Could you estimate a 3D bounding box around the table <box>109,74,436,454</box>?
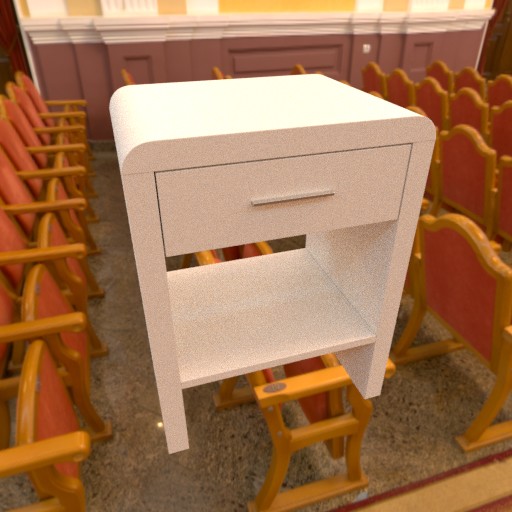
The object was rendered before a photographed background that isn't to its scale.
[{"bbox_3d":[0.000,0.000,0.864,0.450,0.590,0.350,-10,33,-15],"label":"table"}]
